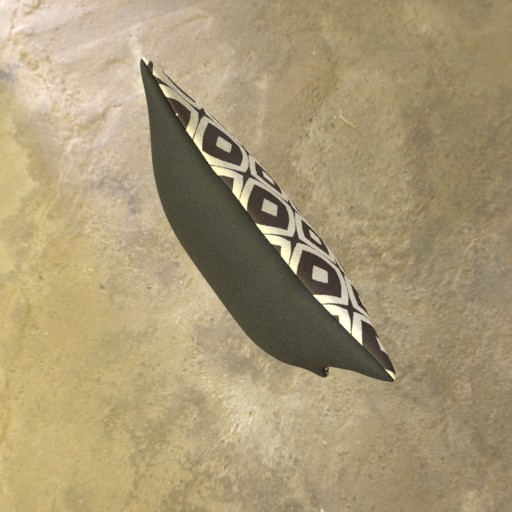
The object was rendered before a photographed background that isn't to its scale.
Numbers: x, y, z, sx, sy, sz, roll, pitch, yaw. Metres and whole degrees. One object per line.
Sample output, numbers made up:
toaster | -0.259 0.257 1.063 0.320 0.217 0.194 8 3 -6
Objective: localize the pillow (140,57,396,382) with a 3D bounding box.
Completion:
pillow | 0.000 0.000 0.763 0.188 0.494 0.504 -36 78 -9
